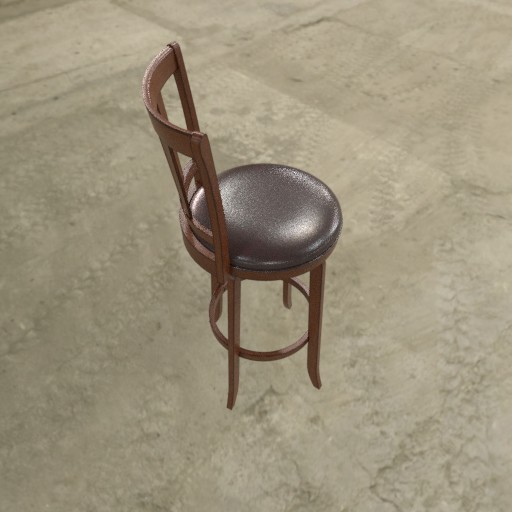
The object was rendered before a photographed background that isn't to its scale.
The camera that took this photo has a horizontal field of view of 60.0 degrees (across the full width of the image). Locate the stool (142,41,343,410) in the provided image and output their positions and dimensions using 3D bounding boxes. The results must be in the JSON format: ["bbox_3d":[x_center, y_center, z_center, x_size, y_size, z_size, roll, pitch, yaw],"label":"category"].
[{"bbox_3d":[0.000,0.000,1.408,0.503,1.177,0.464,-10,47,-9],"label":"stool"}]
